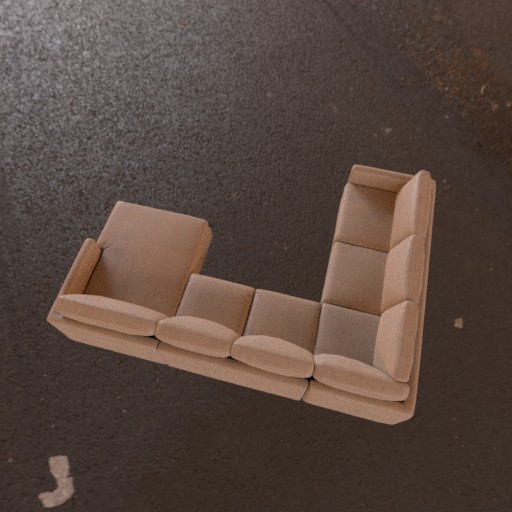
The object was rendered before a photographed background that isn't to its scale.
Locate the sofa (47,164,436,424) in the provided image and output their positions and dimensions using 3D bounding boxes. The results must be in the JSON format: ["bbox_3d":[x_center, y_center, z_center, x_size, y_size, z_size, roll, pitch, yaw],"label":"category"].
[{"bbox_3d":[0.000,0.000,4.735,3.460,0.961,2.594,13,64,6],"label":"sofa"}]
